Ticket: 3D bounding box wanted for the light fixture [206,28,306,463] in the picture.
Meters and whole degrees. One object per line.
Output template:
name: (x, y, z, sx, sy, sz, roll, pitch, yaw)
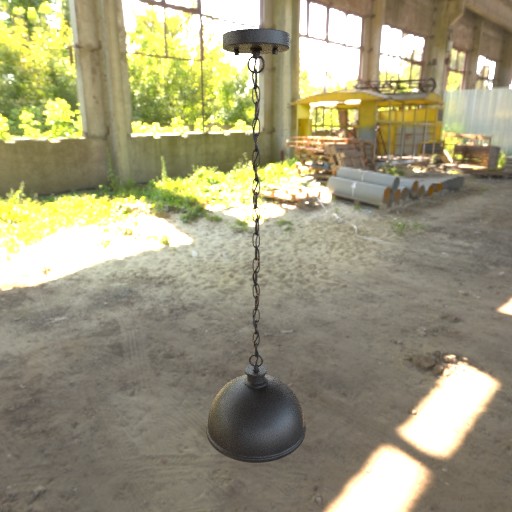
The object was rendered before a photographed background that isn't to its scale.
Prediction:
light fixture: (0.000, 0.000, 1.204, 0.304, 1.090, 0.304, 3, 17, 9)
